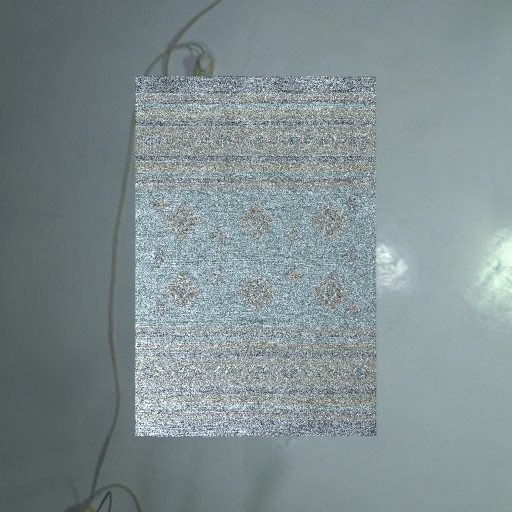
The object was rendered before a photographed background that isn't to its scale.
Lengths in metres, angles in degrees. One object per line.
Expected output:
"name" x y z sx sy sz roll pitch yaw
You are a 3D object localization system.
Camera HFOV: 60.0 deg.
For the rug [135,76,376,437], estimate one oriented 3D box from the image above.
"rug" 0.000 0.000 2.234 1.212 0.010 1.811 0 90 0
